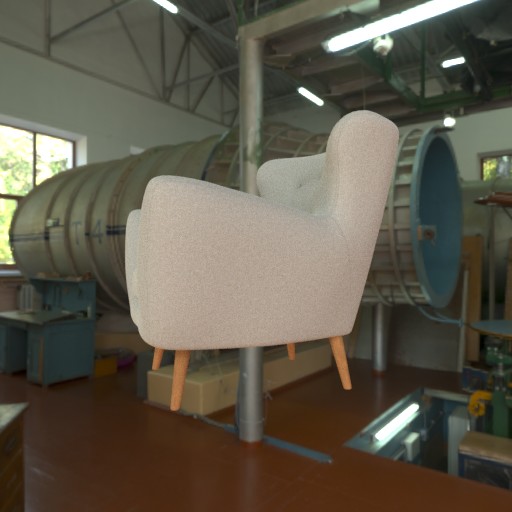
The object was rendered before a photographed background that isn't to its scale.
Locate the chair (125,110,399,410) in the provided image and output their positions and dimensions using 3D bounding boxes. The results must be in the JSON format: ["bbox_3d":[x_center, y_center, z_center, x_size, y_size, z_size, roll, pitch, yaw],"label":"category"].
[{"bbox_3d":[0.000,0.000,1.623,0.889,0.889,0.890,0,0,-19],"label":"chair"}]
